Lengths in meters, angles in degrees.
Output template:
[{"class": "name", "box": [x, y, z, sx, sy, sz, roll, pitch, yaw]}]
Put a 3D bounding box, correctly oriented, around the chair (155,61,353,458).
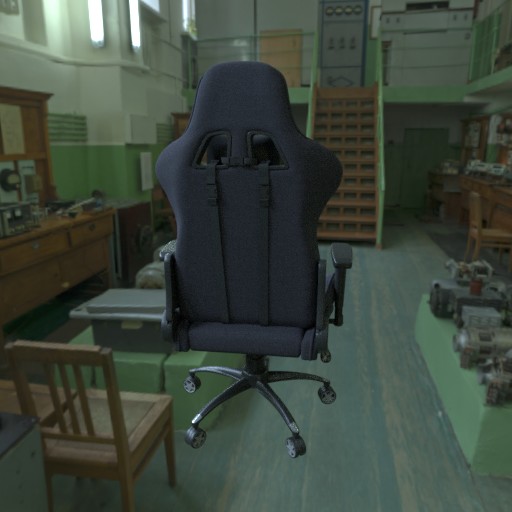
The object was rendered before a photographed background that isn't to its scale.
[{"class": "chair", "box": [0.000, 0.000, 1.708, 0.730, 1.300, 0.695, 2, 15, 8]}]
